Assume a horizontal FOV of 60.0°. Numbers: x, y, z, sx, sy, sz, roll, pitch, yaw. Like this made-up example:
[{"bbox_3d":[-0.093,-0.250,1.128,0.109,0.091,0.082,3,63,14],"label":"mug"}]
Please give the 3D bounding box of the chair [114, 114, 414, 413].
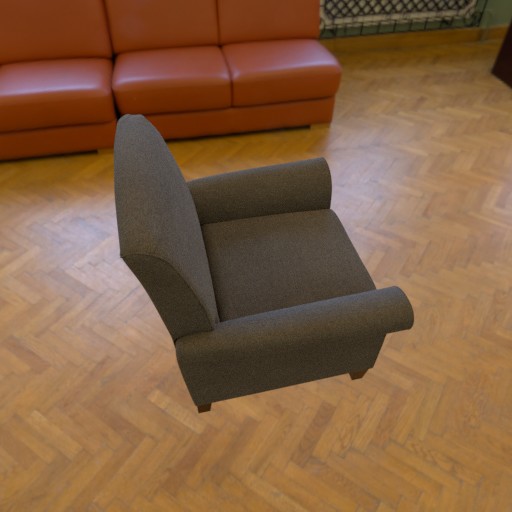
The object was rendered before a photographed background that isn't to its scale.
[{"bbox_3d":[0.000,0.000,1.798,0.905,1.061,0.978,-9,47,-9],"label":"chair"}]
